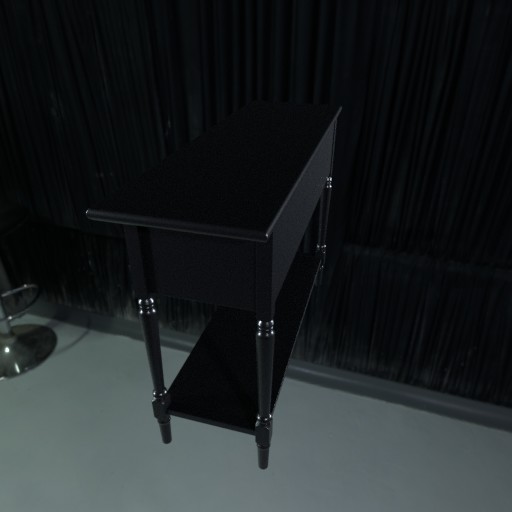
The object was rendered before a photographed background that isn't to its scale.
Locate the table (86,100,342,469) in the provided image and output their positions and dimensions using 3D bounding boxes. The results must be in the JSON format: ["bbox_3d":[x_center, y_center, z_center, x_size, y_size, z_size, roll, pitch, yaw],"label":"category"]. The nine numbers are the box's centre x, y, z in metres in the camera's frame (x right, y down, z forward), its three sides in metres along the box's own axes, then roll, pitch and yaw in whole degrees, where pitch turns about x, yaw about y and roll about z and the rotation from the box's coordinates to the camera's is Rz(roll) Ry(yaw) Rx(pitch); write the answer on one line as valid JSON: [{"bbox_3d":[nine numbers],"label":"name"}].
[{"bbox_3d":[0.000,0.000,1.558,0.386,0.819,1.191,8,31,14],"label":"table"}]
